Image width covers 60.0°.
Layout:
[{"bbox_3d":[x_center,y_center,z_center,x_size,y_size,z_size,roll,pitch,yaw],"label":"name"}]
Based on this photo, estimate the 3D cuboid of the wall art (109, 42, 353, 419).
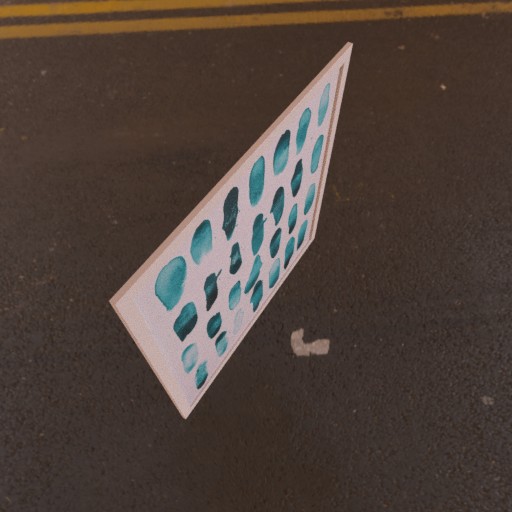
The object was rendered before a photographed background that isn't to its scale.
[{"bbox_3d":[0.000,0.000,1.210,0.013,0.813,0.812,29,62,17],"label":"wall art"}]
